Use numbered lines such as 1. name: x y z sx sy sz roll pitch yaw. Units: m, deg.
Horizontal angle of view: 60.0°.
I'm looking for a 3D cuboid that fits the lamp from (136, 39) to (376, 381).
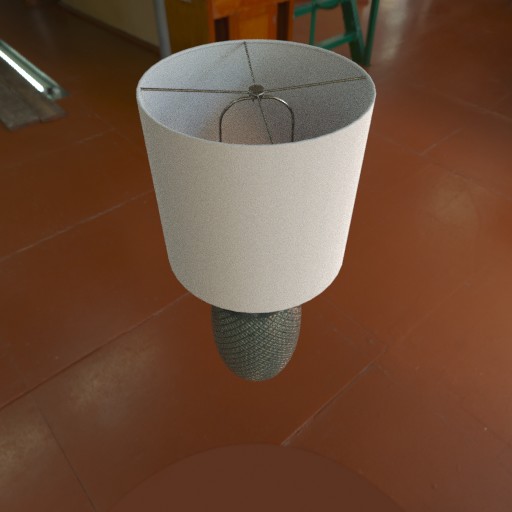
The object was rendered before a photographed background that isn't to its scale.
1. lamp: 0.000 0.000 0.568 0.217 0.453 0.217 -5 46 -5
